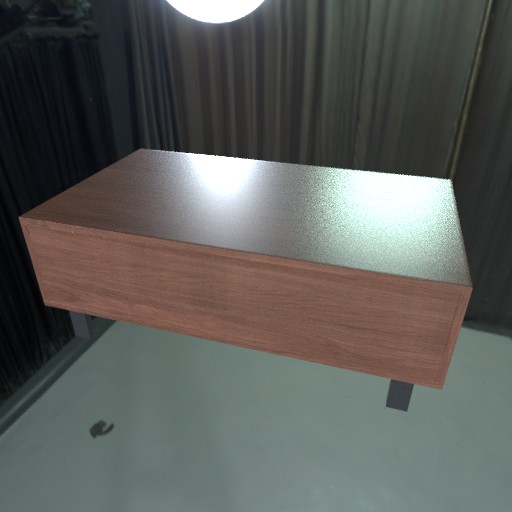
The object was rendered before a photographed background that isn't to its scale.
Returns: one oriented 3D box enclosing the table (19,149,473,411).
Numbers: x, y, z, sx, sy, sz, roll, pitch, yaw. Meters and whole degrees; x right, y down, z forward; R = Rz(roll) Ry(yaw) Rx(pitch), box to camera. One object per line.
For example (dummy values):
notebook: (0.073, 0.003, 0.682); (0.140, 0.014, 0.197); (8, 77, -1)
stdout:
table: (0.000, 0.000, 1.288); (1.020, 0.380, 0.600); (9, 32, 15)
